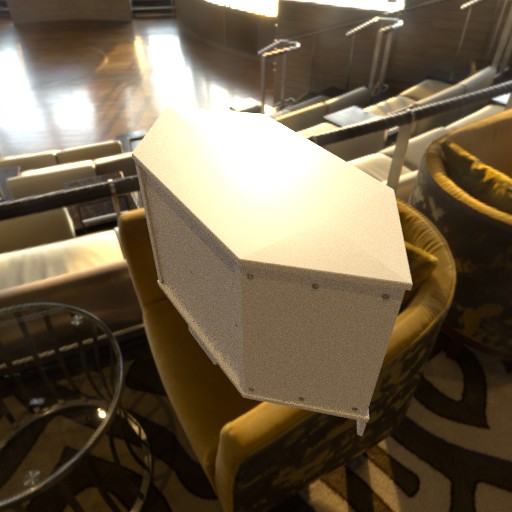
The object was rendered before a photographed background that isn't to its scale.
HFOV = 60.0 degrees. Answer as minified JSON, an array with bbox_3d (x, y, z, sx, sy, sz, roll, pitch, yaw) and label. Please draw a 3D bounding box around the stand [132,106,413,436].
[{"bbox_3d":[0.000,0.000,1.403,0.477,0.614,1.072,-25,47,-26],"label":"stand"}]
